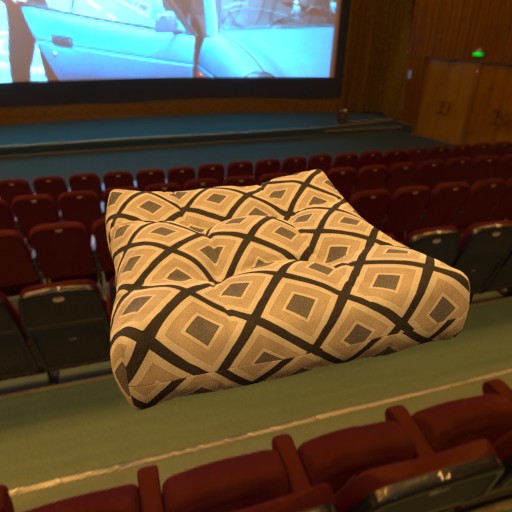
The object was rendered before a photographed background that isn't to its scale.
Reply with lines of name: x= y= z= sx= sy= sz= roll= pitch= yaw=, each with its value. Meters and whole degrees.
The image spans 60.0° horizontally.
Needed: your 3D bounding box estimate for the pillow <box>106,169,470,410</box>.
pillow: x=0.000 y=0.000 z=0.730 sx=0.468 sy=0.128 sz=0.490 roll=-9 pitch=30 yaw=-15
